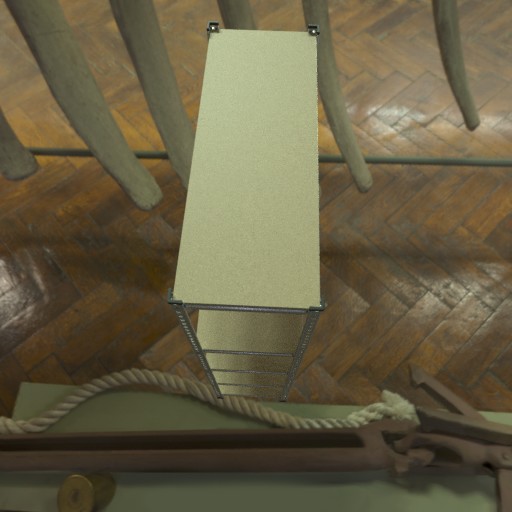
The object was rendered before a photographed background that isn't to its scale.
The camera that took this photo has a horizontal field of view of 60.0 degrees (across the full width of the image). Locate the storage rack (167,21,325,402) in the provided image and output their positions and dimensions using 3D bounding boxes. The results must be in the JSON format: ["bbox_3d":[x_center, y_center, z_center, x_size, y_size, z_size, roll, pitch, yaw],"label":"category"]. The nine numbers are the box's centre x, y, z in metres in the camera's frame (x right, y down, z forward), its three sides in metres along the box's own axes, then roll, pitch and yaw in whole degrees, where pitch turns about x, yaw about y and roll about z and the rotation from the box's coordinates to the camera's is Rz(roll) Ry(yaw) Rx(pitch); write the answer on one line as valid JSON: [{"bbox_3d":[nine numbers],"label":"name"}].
[{"bbox_3d":[0.000,0.000,2.354,0.457,1.829,1.219,3,64,1],"label":"storage rack"}]
